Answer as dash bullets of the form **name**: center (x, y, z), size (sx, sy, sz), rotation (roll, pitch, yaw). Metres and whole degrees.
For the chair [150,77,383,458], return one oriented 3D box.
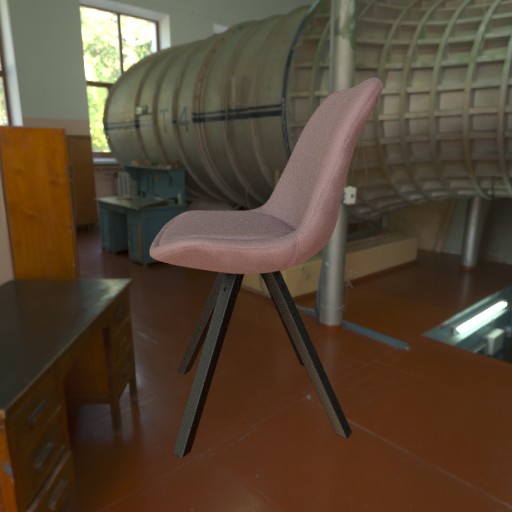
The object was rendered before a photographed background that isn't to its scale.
- **chair**: center (0.000, 0.000, 1.179), size (0.547, 0.865, 0.483), rotation (-2, 14, -8)
